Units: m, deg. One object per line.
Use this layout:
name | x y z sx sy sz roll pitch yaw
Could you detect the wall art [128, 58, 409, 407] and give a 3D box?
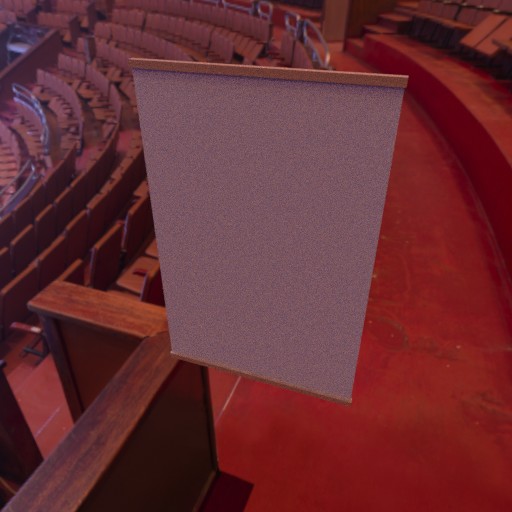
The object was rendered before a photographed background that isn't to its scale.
wall art | 0.000 0.000 1.908 0.990 1.519 0.030 11 34 17
